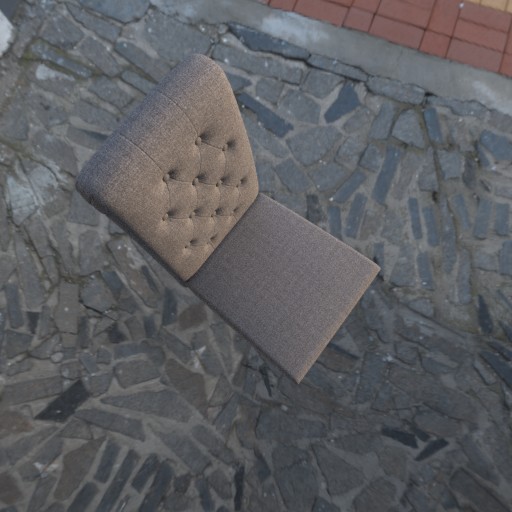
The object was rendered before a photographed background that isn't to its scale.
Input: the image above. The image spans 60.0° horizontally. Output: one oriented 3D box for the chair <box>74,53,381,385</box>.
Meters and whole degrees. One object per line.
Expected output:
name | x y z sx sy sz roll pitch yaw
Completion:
chair | 0.000 0.000 1.355 0.671 1.006 0.456 37 79 8
